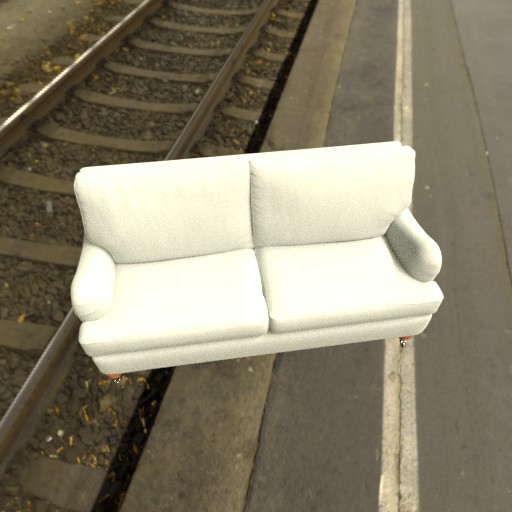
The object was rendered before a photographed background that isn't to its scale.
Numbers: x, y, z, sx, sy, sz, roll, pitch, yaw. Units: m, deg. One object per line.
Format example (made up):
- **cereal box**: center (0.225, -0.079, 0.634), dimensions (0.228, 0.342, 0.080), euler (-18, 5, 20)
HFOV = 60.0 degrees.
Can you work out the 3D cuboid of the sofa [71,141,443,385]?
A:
- **sofa**: center (0.000, 0.000, 2.892), dimensions (2.193, 1.096, 1.069), euler (-6, 48, -6)
